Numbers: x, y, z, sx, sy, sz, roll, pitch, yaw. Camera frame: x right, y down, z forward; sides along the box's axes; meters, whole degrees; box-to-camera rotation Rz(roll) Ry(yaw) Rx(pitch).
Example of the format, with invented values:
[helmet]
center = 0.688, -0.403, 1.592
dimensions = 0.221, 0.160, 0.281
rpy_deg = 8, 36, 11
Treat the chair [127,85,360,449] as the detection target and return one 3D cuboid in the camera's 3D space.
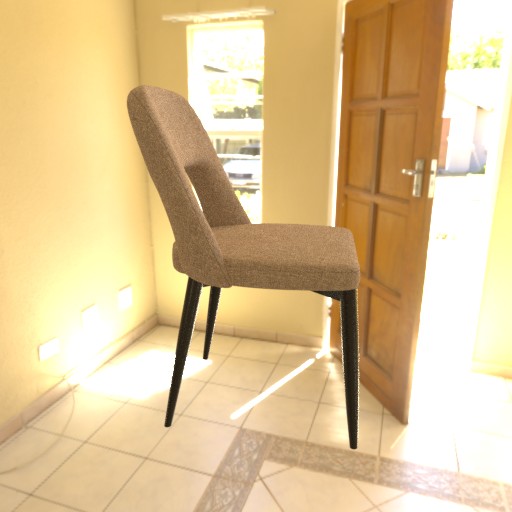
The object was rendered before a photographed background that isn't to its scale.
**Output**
[chair]
center = 0.000, 0.000, 1.293
dimensions = 0.612, 0.931, 0.470
rpy_deg = 3, 16, 9
